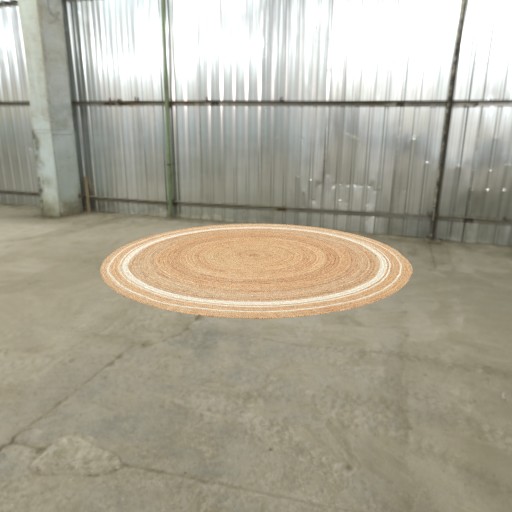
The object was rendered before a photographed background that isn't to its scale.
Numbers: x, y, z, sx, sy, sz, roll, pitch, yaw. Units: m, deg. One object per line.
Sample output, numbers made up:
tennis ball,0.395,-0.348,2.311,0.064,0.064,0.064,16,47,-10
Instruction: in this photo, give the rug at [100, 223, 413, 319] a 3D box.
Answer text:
rug,0.000,0.000,3.673,2.444,0.015,2.444,0,17,0
